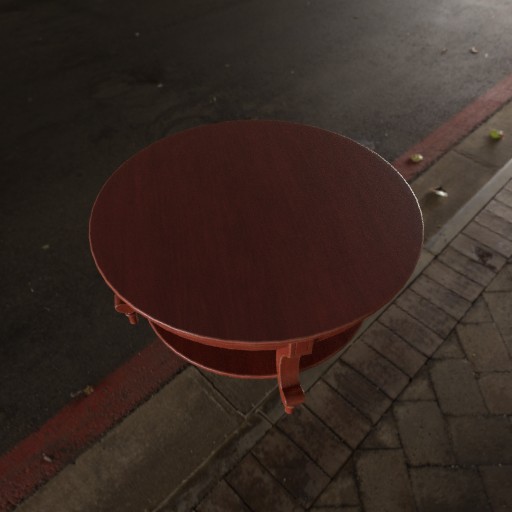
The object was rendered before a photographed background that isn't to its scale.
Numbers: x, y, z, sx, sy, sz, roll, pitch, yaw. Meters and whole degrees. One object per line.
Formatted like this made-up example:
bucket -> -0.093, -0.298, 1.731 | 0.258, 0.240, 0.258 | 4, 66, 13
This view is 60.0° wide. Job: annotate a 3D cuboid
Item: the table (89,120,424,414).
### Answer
table -> 0.000, 0.000, 1.573 | 1.029, 0.486, 1.029 | 0, 47, 0
